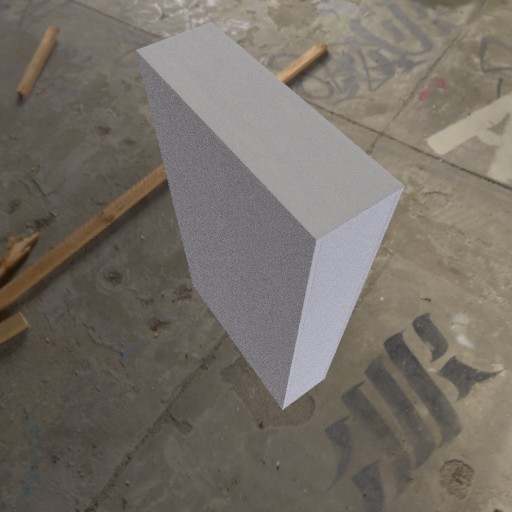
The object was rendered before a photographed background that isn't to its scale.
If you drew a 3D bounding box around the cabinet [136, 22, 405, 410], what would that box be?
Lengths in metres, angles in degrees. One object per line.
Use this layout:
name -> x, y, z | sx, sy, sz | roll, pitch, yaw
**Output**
cabinet -> 0.000, 0.000, 1.582 | 0.250, 1.280, 0.750 | -31, 62, -18
